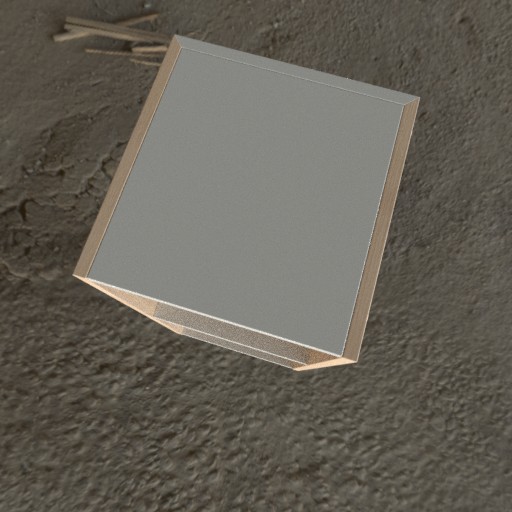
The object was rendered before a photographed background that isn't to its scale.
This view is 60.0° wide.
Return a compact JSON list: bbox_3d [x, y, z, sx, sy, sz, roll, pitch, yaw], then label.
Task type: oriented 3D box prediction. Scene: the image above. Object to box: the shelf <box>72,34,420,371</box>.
[{"bbox_3d":[0.000,0.000,0.748,0.290,0.594,0.297,16,75,4],"label":"shelf"}]
